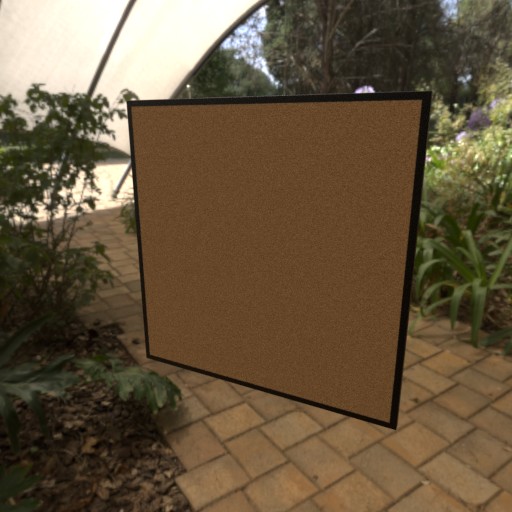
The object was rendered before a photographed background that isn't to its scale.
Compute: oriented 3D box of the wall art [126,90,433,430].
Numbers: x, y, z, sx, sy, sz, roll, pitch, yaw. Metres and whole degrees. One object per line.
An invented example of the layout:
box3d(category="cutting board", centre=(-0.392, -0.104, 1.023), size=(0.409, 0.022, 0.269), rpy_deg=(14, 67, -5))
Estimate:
box3d(category="wall art", centre=(0.000, 0.000, 0.676), size=(0.457, 0.458, 0.012), rpy_deg=(8, 18, 26))
